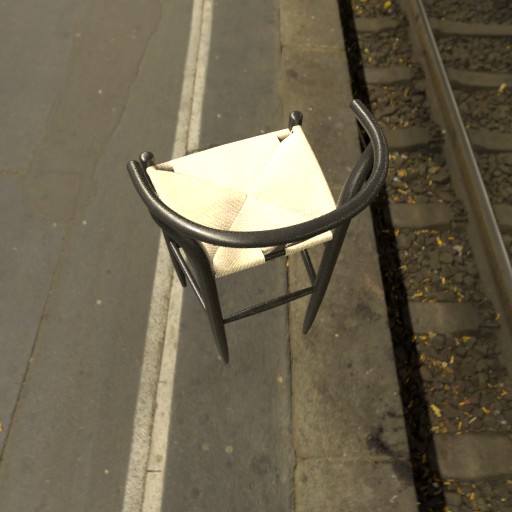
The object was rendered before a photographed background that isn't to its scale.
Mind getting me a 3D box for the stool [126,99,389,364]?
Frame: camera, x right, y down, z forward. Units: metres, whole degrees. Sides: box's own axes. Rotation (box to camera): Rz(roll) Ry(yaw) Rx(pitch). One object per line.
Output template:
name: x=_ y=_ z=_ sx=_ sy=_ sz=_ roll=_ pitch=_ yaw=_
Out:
stool: x=0.000 y=0.000 z=1.400 sx=0.569 sy=1.072 sz=0.579 roll=-18 pitch=61 yaw=-11
